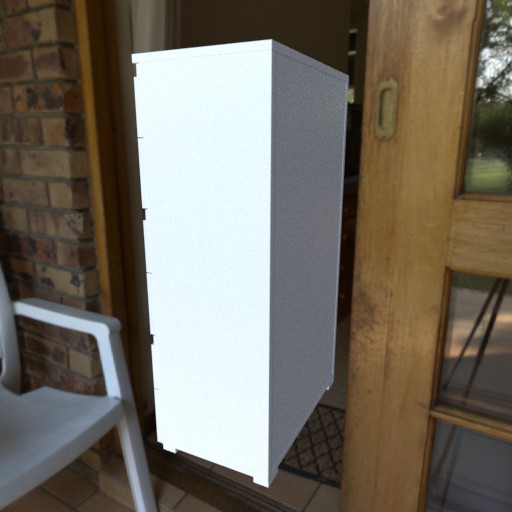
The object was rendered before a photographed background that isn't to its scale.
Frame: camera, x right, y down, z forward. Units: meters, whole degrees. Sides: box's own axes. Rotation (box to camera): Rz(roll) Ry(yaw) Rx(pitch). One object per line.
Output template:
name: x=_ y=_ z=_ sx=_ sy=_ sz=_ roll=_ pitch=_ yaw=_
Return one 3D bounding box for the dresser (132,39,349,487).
dresser: x=0.000 y=0.000 z=1.498 sx=0.400 sy=1.190 sz=0.650 roll=7 pitch=16 yaw=25
